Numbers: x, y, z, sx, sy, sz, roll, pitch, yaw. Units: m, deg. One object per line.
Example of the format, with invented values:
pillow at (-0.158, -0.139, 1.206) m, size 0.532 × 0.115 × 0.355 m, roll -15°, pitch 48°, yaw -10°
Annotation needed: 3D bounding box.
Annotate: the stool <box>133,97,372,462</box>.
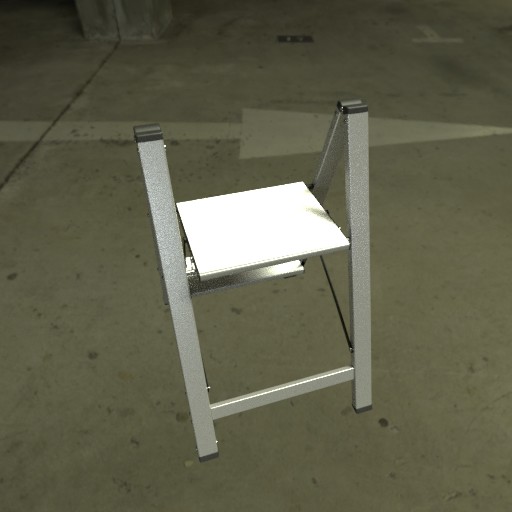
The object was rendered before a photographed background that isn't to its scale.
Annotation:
stool at (0.000, 0.000, 1.019) m, size 0.440 × 0.670 × 0.535 m, roll -12°, pitch 42°, yaw -13°
